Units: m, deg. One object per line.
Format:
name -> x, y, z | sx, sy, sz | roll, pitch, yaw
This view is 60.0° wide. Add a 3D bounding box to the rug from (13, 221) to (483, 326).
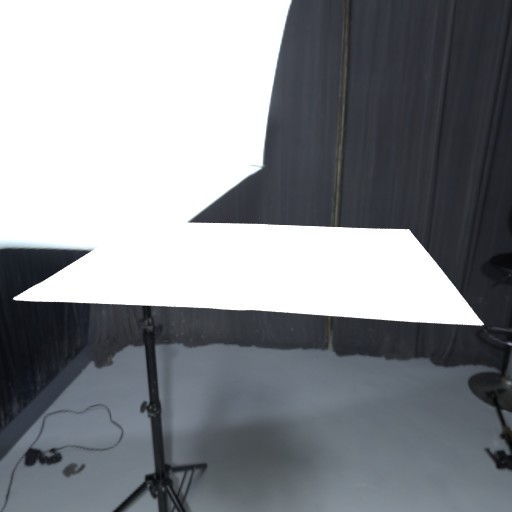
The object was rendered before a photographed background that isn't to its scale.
rug -> 0.000, 0.000, 4.844 | 3.778, 0.053, 2.873 | 2, 18, 7
